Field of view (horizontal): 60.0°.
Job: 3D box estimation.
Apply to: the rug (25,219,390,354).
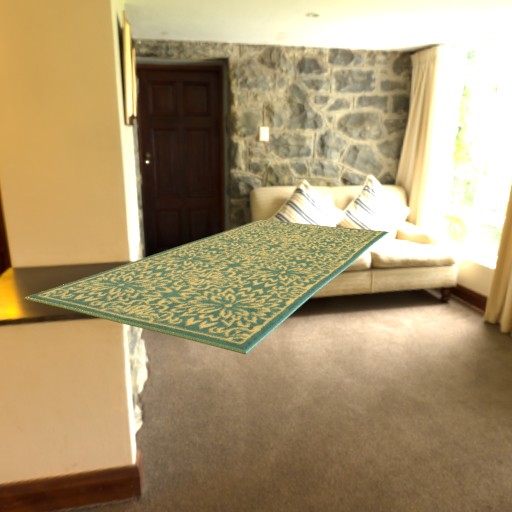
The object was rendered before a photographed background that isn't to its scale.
[{"bbox_3d":[0.000,0.000,1.439,0.604,0.007,1.219,8,16,27],"label":"rug"}]
